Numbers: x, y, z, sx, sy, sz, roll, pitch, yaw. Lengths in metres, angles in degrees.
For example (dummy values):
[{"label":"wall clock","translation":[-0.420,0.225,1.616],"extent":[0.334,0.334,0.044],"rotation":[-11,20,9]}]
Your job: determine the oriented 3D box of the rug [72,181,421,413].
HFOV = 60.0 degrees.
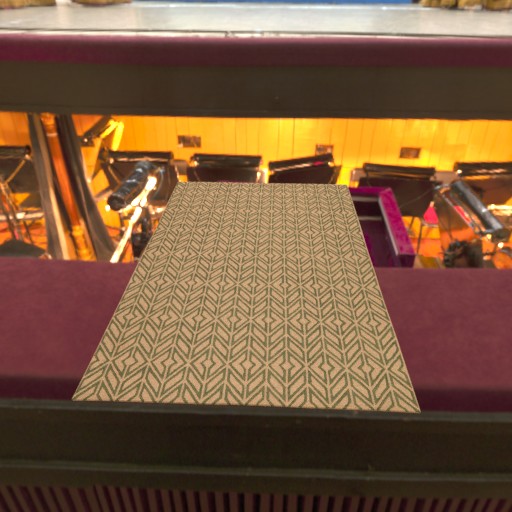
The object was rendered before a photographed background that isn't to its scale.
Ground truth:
[{"label":"rug","translation":[0.000,0.000,2.946],"extent":[1.517,0.011,2.435],"rotation":[1,32,2]}]
